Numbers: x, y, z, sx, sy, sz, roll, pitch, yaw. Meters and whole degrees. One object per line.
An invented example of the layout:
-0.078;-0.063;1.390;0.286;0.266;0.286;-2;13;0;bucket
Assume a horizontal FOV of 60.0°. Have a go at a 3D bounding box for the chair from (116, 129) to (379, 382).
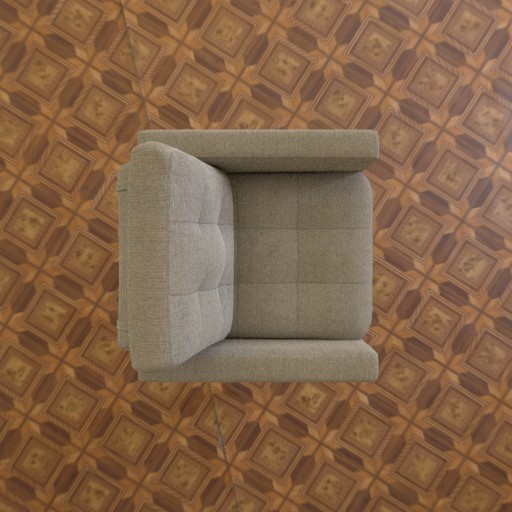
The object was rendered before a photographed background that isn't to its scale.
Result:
0.000;0.000;1.554;0.843;0.880;0.821;0;91;0;chair
